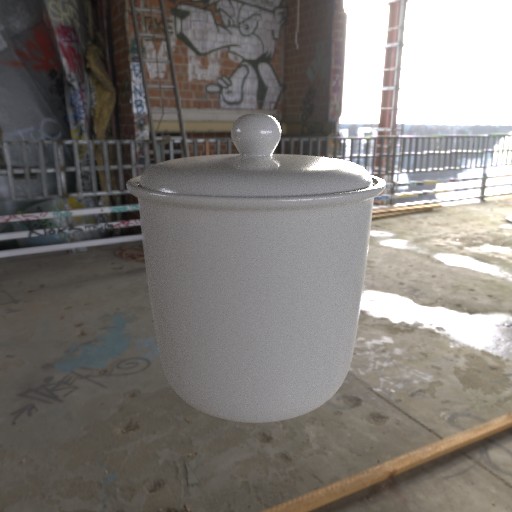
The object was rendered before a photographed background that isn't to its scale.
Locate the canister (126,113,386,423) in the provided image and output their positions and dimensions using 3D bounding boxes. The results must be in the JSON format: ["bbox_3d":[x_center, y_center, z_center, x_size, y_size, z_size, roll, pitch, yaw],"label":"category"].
[{"bbox_3d":[0.000,0.000,0.339,0.182,0.208,0.182,0,17,0],"label":"canister"}]
